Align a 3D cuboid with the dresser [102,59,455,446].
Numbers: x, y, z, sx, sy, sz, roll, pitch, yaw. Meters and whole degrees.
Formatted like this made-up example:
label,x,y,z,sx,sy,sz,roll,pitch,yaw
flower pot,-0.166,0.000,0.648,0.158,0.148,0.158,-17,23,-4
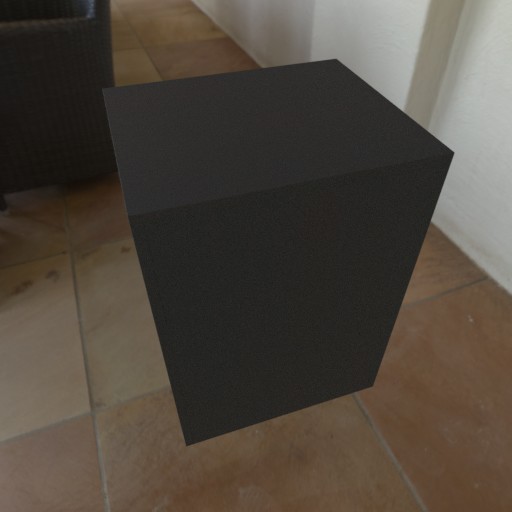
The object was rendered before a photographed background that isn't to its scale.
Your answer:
label,x,y,z,sx,sy,sz,roll,pitch,yaw
dresser,0.000,0.000,0.821,0.400,0.560,0.360,-13,45,-13
